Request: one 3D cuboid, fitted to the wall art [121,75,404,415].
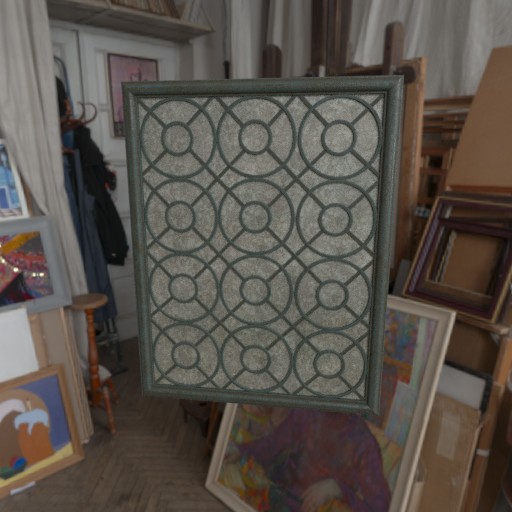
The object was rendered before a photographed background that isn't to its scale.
[{"bbox_3d":[0.000,0.000,1.308,0.767,0.983,0.030,2,14,8],"label":"wall art"}]
